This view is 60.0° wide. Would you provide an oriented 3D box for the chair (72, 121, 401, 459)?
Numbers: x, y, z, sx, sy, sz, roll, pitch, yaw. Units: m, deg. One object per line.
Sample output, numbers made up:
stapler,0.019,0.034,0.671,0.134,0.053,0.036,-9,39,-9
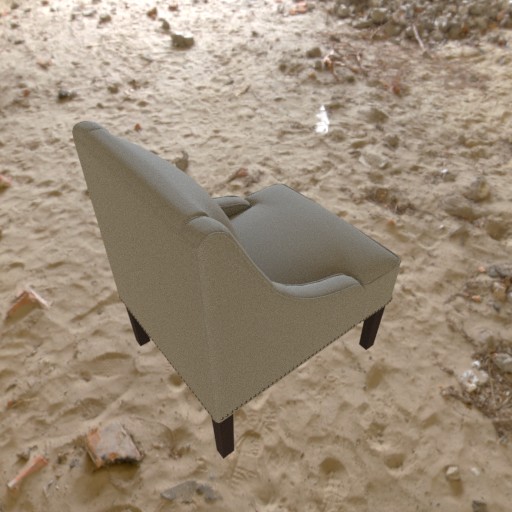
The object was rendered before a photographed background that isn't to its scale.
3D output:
chair,0.000,0.000,1.388,0.737,0.864,0.610,-27,48,-28
